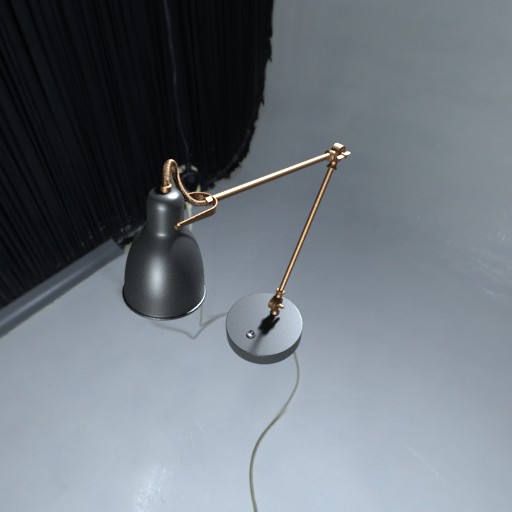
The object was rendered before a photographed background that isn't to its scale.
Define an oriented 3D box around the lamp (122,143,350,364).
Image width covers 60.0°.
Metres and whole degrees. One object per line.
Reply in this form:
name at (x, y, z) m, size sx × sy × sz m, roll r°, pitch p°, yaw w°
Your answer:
lamp at (0.000, 0.000, 0.877) m, size 0.187 × 0.587 × 0.561 m, roll 32°, pitch 54°, yaw 27°
